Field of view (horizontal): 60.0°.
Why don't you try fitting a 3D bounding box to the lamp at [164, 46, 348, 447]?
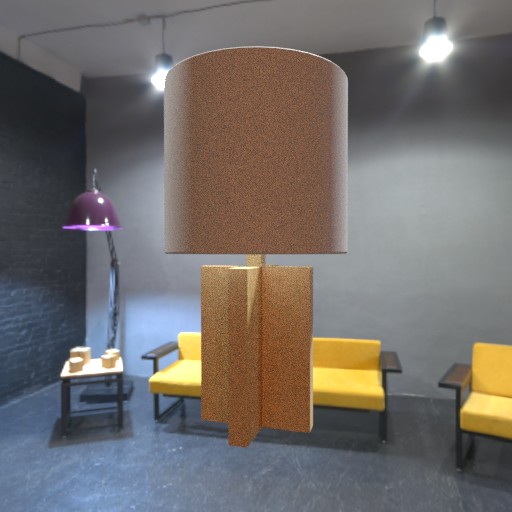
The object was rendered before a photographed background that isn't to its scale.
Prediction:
[{"bbox_3d":[0.000,0.000,0.565,0.229,0.428,0.229,0,1,17],"label":"lamp"}]
